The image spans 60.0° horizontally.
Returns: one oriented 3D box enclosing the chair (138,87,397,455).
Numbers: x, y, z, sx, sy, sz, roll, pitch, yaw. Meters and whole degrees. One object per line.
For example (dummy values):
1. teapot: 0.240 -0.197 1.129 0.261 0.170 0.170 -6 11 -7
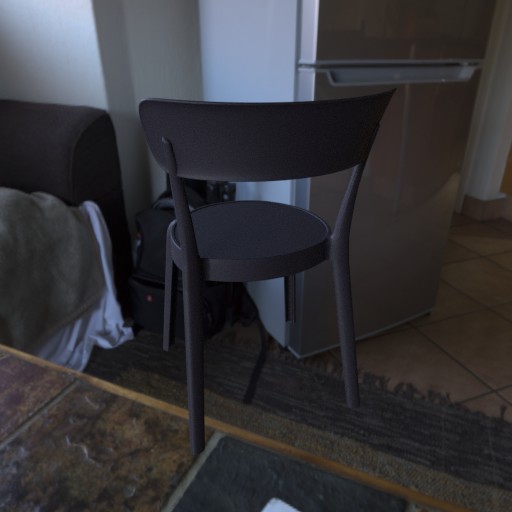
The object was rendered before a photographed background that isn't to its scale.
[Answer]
1. chair: 0.000 0.000 1.089 0.506 0.790 0.491 -9 28 -18
